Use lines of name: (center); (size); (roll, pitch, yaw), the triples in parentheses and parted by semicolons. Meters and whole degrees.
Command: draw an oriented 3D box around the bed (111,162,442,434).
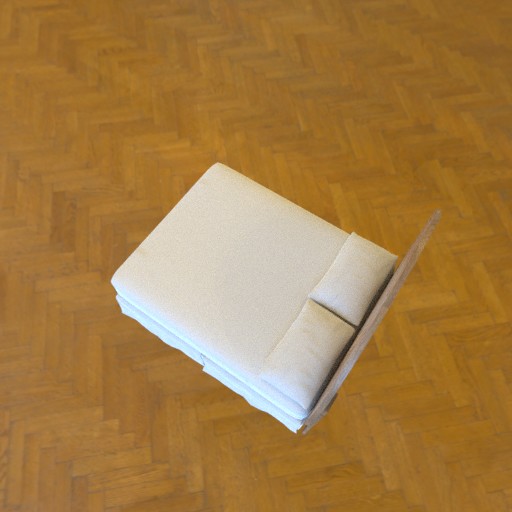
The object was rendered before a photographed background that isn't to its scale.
bed: (0.000, 0.000, 3.556); (2.112, 2.002, 1.713); (31, 67, 15)
